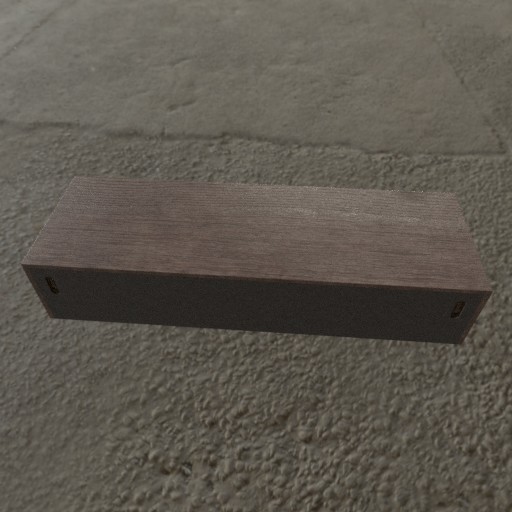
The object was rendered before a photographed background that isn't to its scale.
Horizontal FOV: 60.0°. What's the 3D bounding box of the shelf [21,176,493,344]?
[{"bbox_3d":[0.000,0.000,0.684,0.610,0.125,0.200,3,46,3],"label":"shelf"}]
